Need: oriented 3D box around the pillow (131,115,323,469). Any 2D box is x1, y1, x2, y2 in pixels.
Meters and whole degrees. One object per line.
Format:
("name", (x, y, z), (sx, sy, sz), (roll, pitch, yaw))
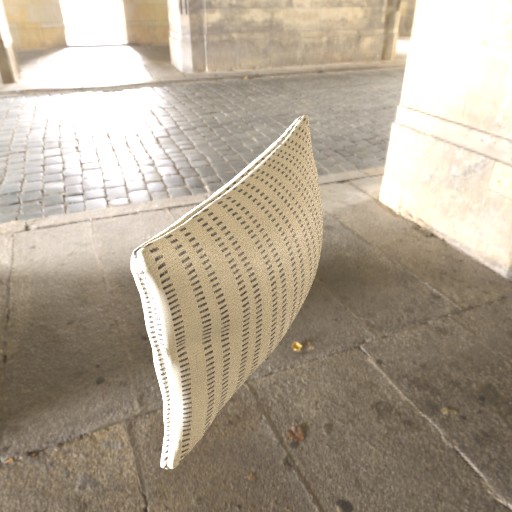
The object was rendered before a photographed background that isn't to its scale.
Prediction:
("pillow", (0.000, 0.000, 0.780), (0.210, 0.353, 0.640), (11, 32, 18))
